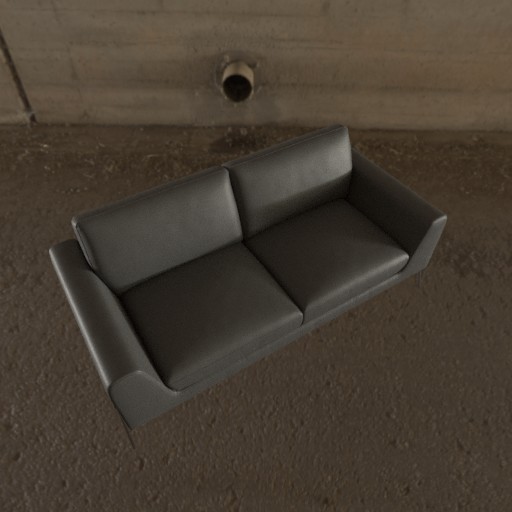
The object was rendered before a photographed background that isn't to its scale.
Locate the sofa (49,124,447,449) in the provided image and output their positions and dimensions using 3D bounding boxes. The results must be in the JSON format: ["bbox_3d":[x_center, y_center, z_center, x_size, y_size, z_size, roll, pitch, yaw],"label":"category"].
[{"bbox_3d":[0.000,0.000,2.540,2.017,0.875,0.953,-24,51,-21],"label":"sofa"}]
